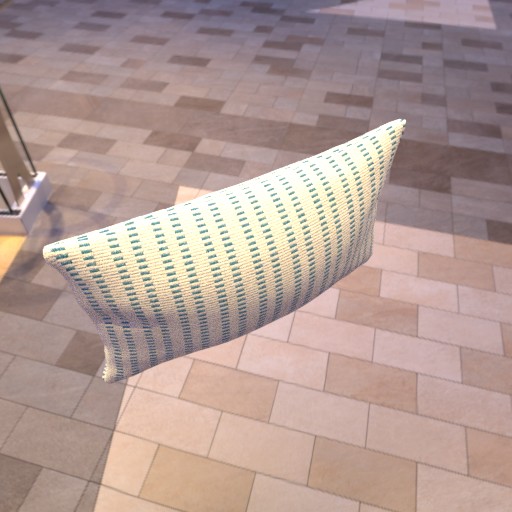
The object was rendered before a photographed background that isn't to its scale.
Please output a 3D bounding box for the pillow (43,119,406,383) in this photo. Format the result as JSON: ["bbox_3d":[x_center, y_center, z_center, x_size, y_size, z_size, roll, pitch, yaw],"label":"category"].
[{"bbox_3d":[0.000,0.000,0.797,0.640,0.353,0.210,-24,51,-21],"label":"pillow"}]
